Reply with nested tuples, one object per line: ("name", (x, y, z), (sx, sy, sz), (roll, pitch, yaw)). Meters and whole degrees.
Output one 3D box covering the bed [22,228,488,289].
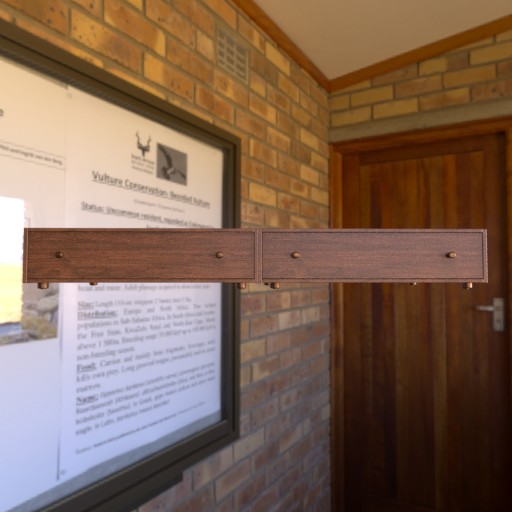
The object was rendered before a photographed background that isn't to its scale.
("bed", (0.000, 0.000, 2.336), (2.057, 0.326, 0.787), (0, -2, -1))
